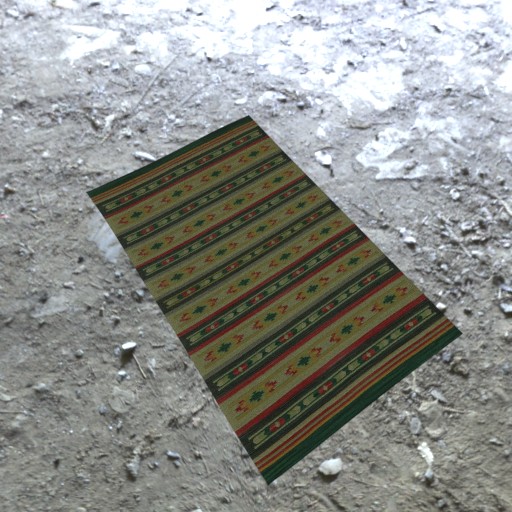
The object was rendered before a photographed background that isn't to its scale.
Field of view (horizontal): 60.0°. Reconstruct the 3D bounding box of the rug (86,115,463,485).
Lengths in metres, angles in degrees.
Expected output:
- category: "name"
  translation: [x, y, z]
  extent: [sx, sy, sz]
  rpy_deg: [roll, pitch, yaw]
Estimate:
- category: "rug"
  translation: [0.000, 0.000, 3.122]
  extent: [1.520, 0.011, 2.447]
  rpy_deg: [-30, 64, -17]
